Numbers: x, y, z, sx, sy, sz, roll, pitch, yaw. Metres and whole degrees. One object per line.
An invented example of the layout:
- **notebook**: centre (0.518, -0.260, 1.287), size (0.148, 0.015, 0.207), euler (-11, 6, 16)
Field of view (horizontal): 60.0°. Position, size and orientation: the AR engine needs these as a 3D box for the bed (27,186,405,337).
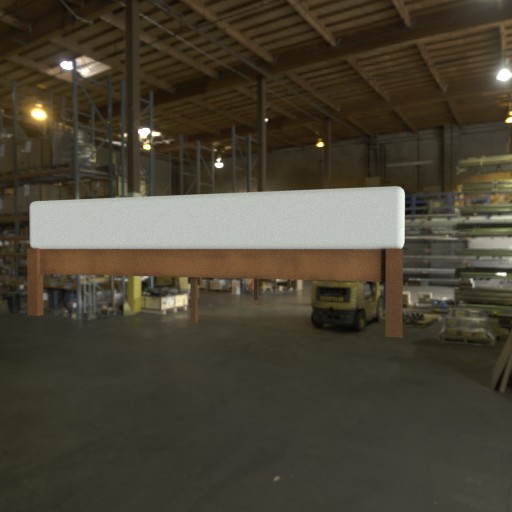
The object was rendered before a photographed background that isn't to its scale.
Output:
- **bed**: centre (0.000, 0.000, 3.061), size (1.930, 0.616, 2.049), euler (0, 1, 18)
